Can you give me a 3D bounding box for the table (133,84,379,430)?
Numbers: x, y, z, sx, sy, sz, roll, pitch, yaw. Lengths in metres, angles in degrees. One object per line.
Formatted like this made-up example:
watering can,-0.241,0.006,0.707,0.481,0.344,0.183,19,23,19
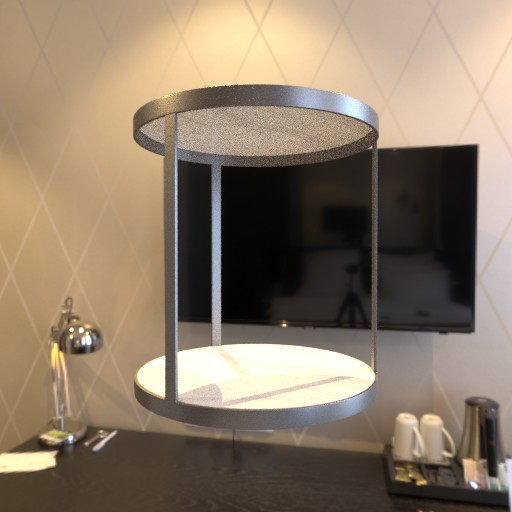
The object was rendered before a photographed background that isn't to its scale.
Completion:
table,0.000,0.000,0.835,0.445,0.479,0.445,0,1,0
